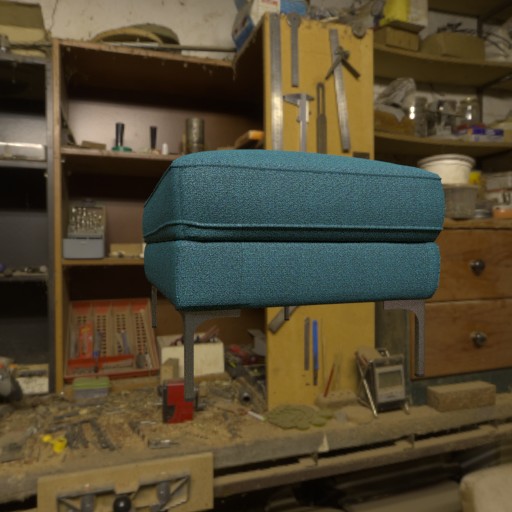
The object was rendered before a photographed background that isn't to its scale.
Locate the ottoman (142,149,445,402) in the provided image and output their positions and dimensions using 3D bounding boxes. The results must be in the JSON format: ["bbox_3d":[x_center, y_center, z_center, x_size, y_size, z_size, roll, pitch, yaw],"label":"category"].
[{"bbox_3d":[0.000,0.000,1.217,0.563,0.498,0.856,0,1,-18],"label":"ottoman"}]
